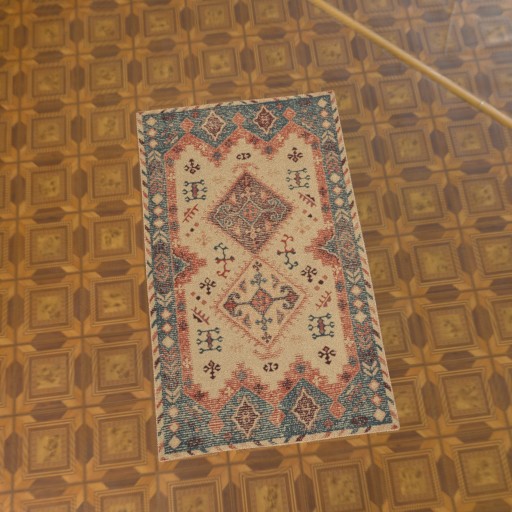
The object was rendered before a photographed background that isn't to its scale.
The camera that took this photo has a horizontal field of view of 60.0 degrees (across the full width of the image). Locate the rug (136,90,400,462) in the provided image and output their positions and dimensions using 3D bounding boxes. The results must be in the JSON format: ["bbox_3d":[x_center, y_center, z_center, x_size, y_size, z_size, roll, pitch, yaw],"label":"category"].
[{"bbox_3d":[0.000,0.000,3.070,1.521,0.023,2.464,-7,75,-2],"label":"rug"}]
